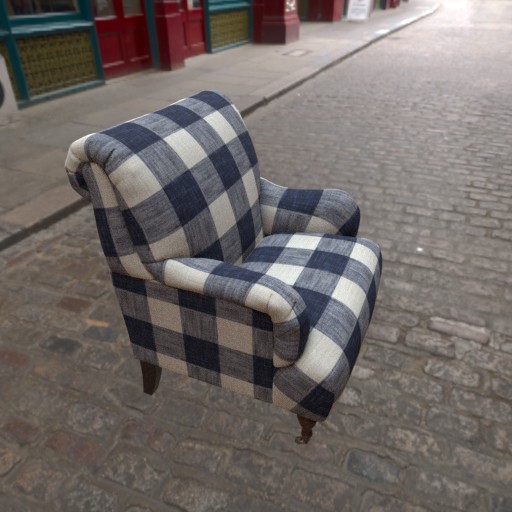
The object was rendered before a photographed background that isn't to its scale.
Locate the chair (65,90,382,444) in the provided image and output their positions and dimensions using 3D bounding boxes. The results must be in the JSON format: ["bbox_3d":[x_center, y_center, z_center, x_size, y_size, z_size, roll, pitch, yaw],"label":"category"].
[{"bbox_3d":[0.000,0.000,1.564,0.848,0.953,0.781,12,33,19],"label":"chair"}]
